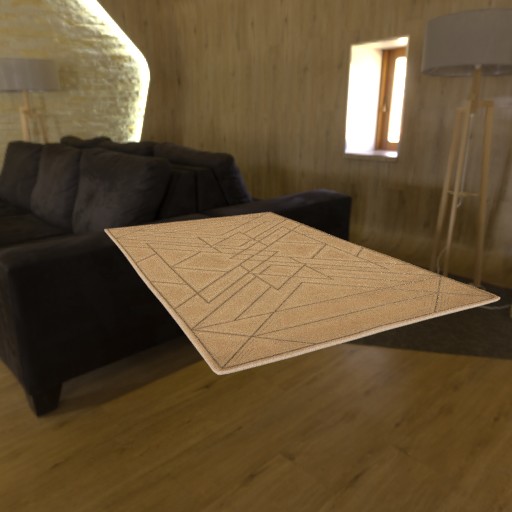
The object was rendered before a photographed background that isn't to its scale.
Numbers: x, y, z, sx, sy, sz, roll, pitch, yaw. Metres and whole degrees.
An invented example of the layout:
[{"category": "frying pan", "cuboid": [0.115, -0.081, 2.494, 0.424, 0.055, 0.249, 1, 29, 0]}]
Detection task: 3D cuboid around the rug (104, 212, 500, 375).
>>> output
[{"category": "rug", "cuboid": [0.000, 0.000, 2.970, 1.575, 0.023, 2.459, -9, 19, -26]}]
